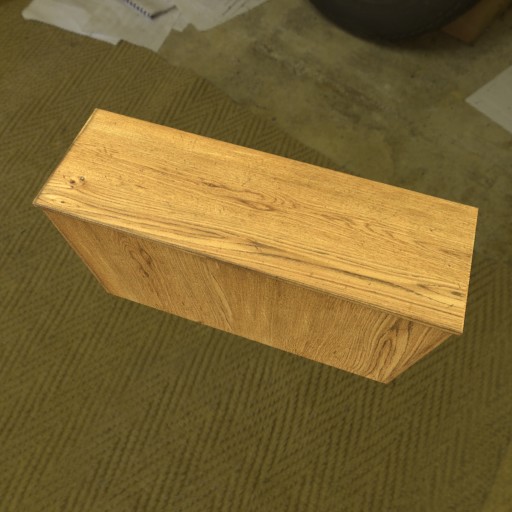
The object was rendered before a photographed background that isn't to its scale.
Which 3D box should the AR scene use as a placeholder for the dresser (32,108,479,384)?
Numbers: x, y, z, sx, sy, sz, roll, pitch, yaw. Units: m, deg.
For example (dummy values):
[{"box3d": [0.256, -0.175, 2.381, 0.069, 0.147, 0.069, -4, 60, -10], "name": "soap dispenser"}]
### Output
[{"box3d": [0.000, 0.000, 2.142, 1.657, 0.932, 0.563, 17, 64, 8], "name": "dresser"}]
